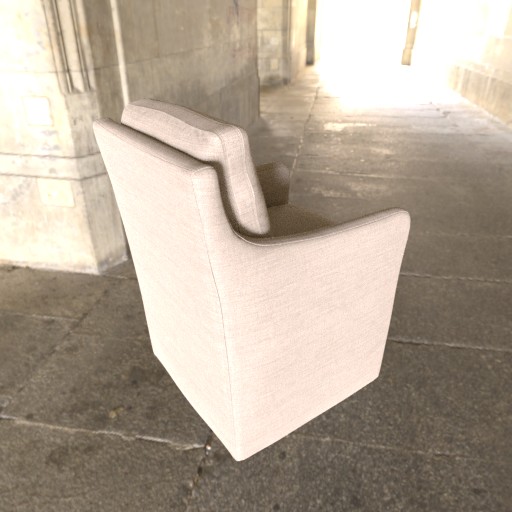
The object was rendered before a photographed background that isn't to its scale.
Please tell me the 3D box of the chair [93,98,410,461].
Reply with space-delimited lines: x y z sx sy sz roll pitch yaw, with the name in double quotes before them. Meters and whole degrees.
"chair" 0.000 0.000 1.364 0.694 0.914 0.626 -19 33 -31
